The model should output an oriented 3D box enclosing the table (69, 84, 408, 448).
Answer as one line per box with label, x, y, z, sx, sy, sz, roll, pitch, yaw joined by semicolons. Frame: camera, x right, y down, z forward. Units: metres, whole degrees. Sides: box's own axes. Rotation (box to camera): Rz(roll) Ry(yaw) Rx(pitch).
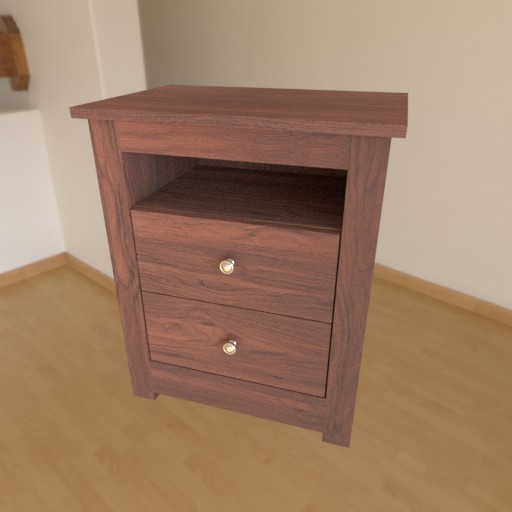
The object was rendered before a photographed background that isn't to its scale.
table;0.000;0.000;1.059;0.589;0.711;0.406;8;28;15
